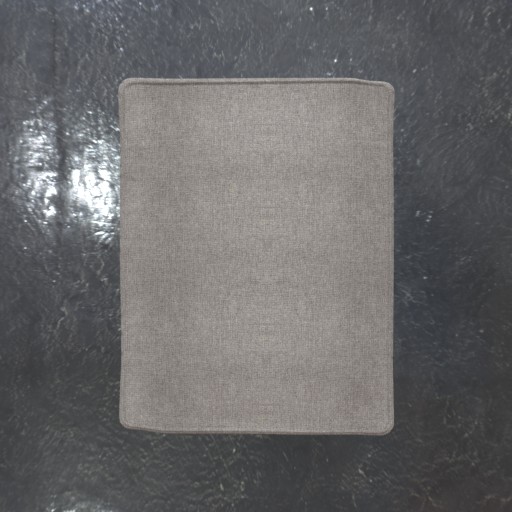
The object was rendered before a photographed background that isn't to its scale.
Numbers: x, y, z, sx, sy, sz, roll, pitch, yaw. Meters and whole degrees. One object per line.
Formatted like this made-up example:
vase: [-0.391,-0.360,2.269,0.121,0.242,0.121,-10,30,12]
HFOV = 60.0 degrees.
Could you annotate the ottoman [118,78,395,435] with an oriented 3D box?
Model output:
ottoman: [0.000,0.000,1.209,0.652,0.492,0.833,0,90,1]
